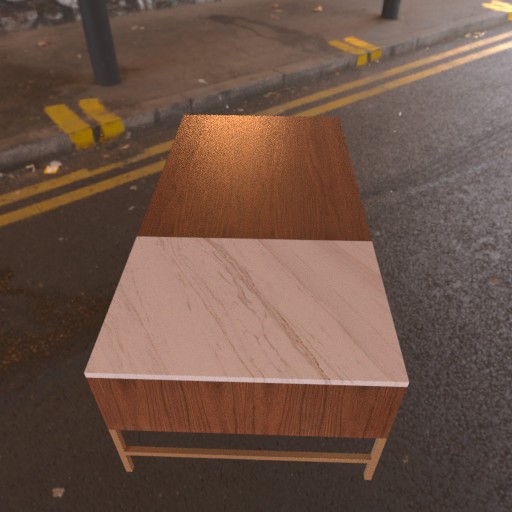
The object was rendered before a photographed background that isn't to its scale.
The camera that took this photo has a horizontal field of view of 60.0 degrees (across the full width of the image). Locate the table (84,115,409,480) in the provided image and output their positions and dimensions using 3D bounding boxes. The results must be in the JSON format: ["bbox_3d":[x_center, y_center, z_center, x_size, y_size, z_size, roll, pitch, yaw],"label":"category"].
[{"bbox_3d":[0.000,0.000,1.844,0.789,0.551,1.553,1,40,1],"label":"table"}]
